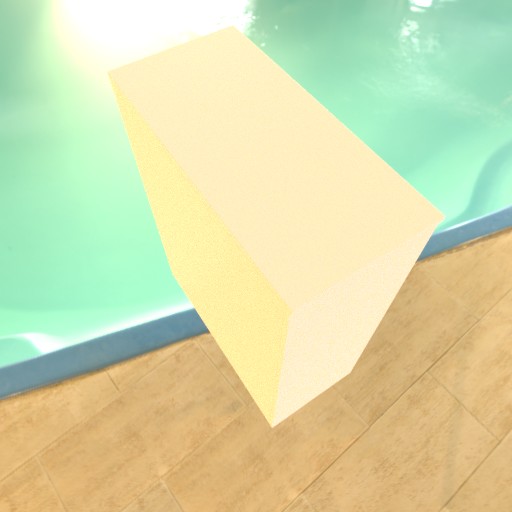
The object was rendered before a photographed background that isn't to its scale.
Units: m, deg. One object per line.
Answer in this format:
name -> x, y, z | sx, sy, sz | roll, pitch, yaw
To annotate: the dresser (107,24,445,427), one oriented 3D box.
dresser -> 0.000, 0.000, 1.446 | 0.380, 1.040, 0.800 | -29, 63, -17
